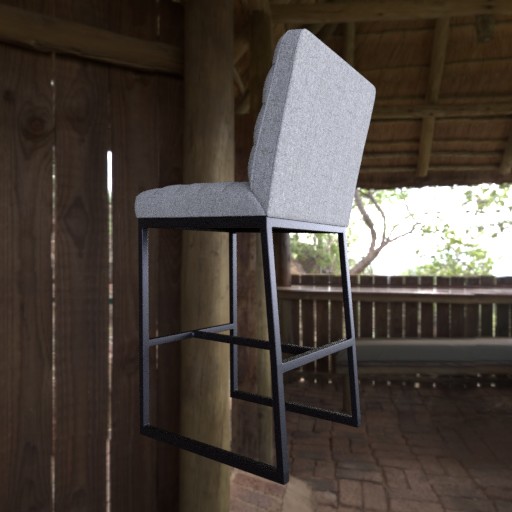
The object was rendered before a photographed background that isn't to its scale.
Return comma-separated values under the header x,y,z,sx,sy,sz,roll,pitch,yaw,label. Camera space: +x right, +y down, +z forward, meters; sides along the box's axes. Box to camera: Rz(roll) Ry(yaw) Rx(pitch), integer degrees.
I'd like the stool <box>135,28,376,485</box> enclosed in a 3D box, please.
x,y,z,sx,sy,sz,roll,pitch,yaw,label
0.000,0.000,1.312,0.571,1.034,0.459,0,0,36,stool
